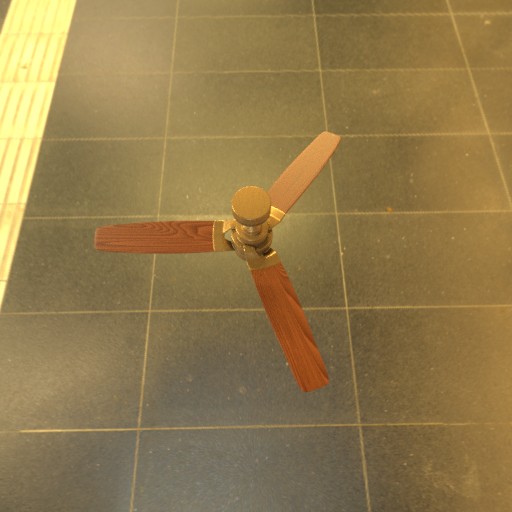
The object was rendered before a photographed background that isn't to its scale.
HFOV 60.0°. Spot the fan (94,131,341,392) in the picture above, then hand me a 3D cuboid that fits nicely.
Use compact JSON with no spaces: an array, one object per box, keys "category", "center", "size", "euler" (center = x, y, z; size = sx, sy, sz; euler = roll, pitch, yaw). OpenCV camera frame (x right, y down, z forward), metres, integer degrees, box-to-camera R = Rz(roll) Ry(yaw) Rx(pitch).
[{"category":"fan","center":[0.000,0.000,2.047],"size":[1.416,0.425,1.271],"euler":[-19,66,-9]}]
